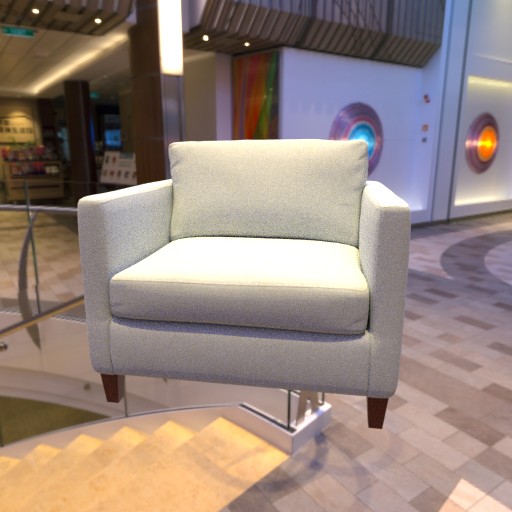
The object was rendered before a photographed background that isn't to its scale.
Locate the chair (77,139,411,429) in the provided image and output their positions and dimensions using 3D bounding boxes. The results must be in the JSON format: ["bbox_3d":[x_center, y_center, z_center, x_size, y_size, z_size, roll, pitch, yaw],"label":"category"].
[{"bbox_3d":[0.000,0.000,1.871,1.107,0.961,0.953,2,14,9],"label":"chair"}]
